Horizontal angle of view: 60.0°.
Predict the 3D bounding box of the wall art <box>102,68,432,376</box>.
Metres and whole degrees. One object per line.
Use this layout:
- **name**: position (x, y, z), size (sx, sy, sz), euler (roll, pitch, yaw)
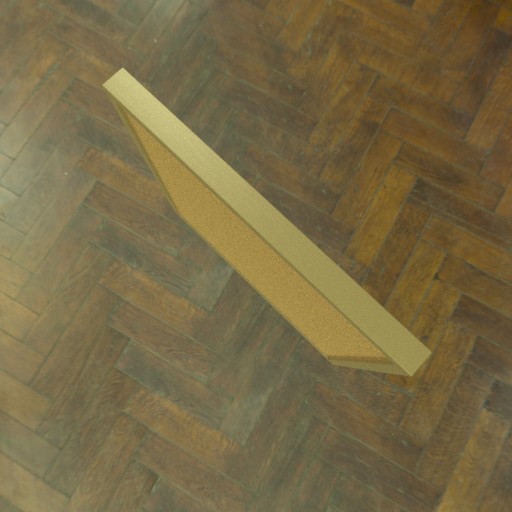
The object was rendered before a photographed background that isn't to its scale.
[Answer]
- **wall art**: position (0.000, 0.000, 0.771), size (0.509, 0.509, 0.036), euler (44, 81, 9)
